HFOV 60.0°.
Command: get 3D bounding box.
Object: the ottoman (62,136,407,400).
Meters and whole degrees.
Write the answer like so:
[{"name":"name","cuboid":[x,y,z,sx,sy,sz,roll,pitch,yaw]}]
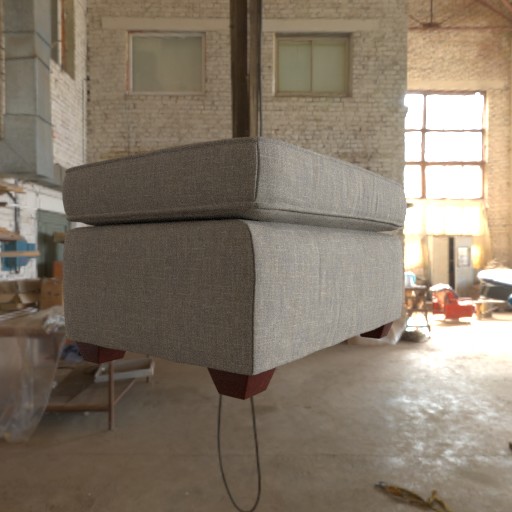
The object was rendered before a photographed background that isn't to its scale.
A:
[{"name":"ottoman","cuboid":[0.000,0.000,1.115,0.559,0.457,0.762,0,1,36]}]
